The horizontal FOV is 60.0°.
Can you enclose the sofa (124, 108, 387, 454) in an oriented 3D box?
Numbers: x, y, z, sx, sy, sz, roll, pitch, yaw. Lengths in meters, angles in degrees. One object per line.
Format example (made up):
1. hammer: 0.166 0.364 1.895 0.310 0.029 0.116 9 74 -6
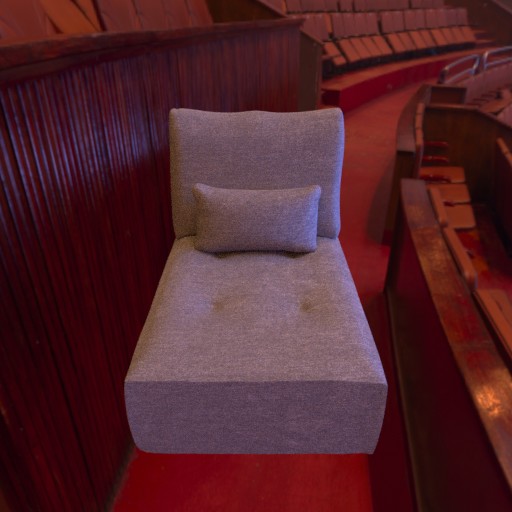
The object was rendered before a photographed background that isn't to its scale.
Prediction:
1. sofa: 0.000 0.000 1.533 0.700 0.820 1.000 0 29 0
